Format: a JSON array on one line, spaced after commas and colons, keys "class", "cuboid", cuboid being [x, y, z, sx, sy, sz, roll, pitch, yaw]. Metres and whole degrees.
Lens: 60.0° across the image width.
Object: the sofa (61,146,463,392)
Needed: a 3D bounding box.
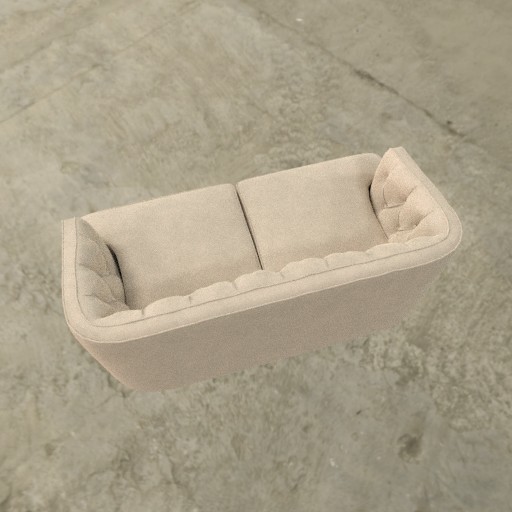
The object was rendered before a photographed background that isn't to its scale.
[{"class": "sofa", "cuboid": [0.000, 0.000, 2.264, 1.731, 0.878, 0.940, -14, 61, -8]}]
